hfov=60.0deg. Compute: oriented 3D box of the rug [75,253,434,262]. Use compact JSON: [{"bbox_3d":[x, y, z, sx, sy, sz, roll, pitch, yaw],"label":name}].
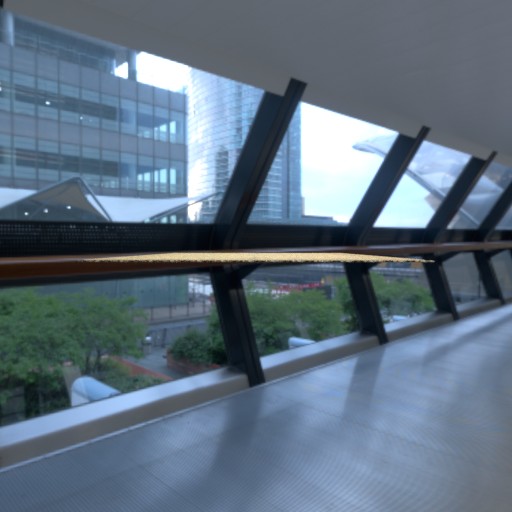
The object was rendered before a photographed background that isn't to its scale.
[{"bbox_3d":[0.000,0.000,2.407,1.247,0.008,1.802,0,1,1],"label":"rug"}]
